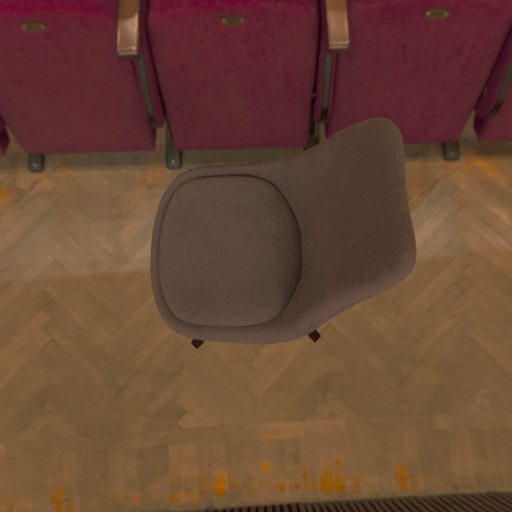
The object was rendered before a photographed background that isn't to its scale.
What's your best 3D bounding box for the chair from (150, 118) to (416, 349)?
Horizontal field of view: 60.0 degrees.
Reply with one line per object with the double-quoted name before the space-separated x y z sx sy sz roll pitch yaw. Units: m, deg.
"chair" 0.000 0.000 1.184 0.550 0.850 0.476 -1 75 0
